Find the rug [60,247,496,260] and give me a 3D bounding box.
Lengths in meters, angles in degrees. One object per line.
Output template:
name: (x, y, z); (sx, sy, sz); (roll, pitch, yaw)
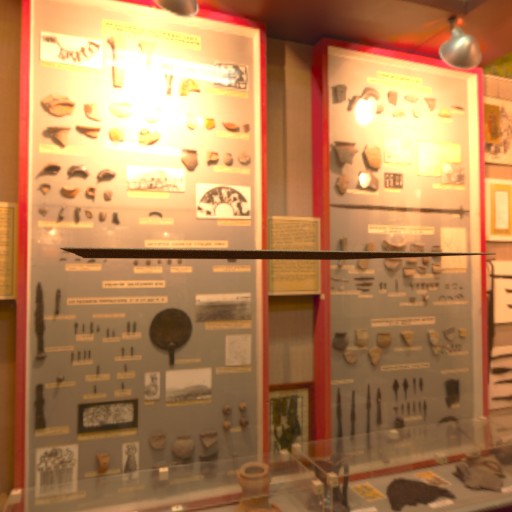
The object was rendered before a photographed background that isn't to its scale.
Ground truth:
rug: (0.000, 0.000, 3.940); (2.980, 0.012, 2.363); (1, -2, -18)
